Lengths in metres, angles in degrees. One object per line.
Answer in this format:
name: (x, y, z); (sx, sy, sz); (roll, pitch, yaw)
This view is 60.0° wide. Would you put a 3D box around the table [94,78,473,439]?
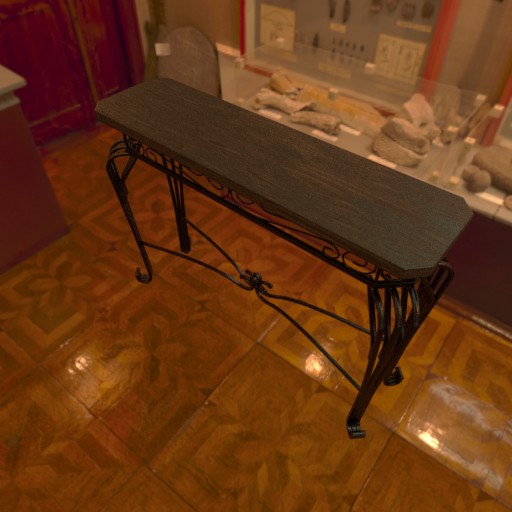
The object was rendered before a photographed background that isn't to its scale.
table: (0.000, 0.000, 1.445); (1.112, 0.800, 0.329); (31, 53, 27)
